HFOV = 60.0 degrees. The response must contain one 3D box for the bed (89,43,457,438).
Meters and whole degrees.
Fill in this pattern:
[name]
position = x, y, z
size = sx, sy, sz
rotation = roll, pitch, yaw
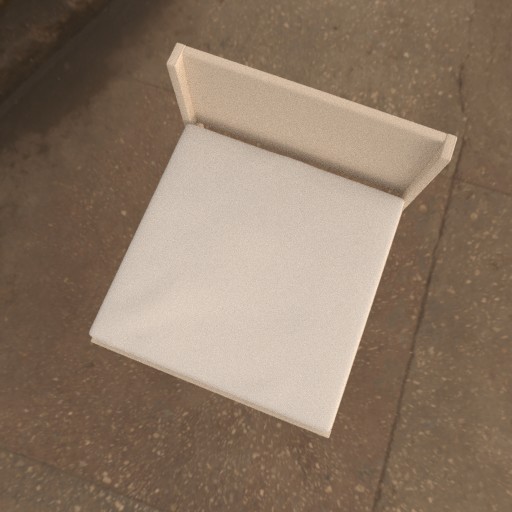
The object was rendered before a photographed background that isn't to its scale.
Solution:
[bed]
position = 0.000, 0.000, 3.631
size = 2.145, 1.471, 2.293
rotation = 21, 77, 5
